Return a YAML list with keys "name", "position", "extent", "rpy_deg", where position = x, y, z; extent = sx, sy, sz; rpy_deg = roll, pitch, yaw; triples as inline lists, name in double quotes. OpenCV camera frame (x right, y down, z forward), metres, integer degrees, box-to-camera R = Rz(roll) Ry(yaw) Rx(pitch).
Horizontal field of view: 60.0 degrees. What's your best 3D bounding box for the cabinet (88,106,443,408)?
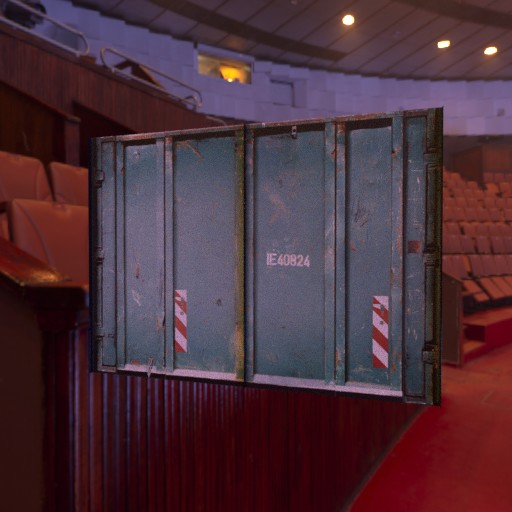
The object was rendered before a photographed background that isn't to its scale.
- name: "cabinet"
  position: [0.000, 0.000, 3.936]
  extent: [3.001, 2.160, 0.680]
  rpy_deg: [0, 1, 17]
